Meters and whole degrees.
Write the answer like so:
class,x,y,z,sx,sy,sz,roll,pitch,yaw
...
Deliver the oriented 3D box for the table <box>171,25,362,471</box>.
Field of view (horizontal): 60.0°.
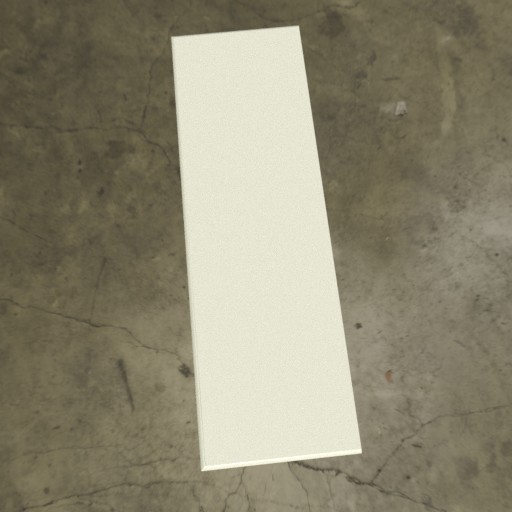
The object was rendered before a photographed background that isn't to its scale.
class,x,y,z,sx,sy,sz,roll,pitch,yaw
table,0.000,0.000,1.570,0.384,0.808,1.197,-6,77,-1
